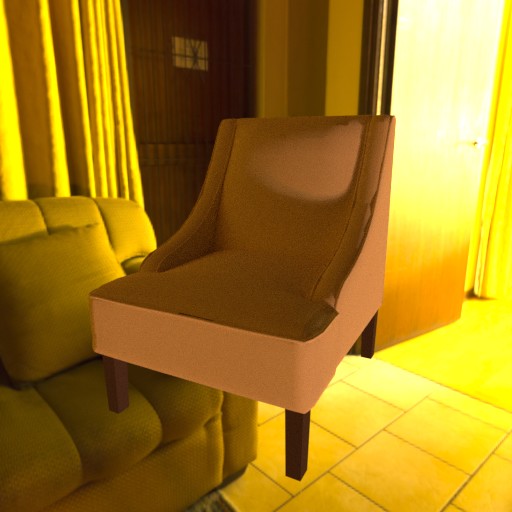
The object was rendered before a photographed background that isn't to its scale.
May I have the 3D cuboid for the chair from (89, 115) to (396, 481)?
[{"bbox_3d":[0.000,0.000,1.423,0.689,0.886,0.806,8,16,27],"label":"chair"}]
